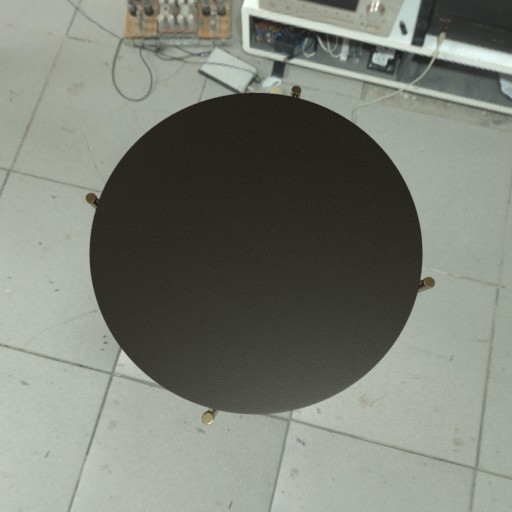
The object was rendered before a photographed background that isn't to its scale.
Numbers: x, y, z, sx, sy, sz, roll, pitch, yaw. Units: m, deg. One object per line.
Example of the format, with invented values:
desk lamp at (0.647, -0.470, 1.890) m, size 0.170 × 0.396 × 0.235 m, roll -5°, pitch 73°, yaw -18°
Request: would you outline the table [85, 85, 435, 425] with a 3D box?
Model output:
table at (0.000, 0.000, 1.445) m, size 0.938 × 0.400 × 0.938 m, roll -15°, pitch 77°, yaw -4°
